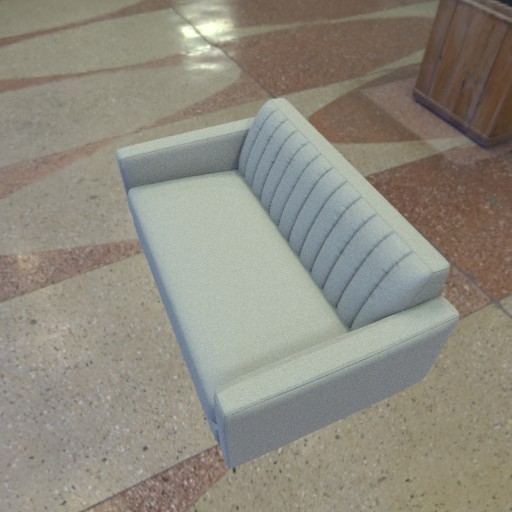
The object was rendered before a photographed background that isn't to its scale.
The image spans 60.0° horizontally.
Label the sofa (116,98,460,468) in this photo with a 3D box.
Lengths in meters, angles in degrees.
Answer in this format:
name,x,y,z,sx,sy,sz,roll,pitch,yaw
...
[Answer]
name,x,y,z,sx,sy,sz,roll,pitch,yaw
sofa,0.000,0.000,2.130,0.950,0.801,1.585,-18,50,-16
